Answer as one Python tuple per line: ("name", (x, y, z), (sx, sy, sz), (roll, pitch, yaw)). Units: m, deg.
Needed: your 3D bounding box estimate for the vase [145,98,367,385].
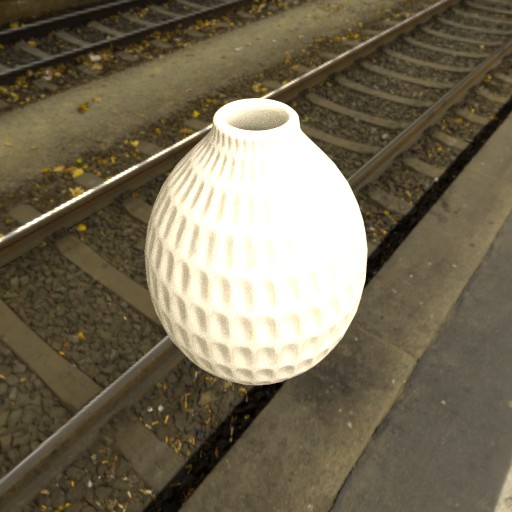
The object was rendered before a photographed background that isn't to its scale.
("vase", (0.000, 0.000, 0.331), (0.162, 0.223, 0.162), (0, 43, 0))
